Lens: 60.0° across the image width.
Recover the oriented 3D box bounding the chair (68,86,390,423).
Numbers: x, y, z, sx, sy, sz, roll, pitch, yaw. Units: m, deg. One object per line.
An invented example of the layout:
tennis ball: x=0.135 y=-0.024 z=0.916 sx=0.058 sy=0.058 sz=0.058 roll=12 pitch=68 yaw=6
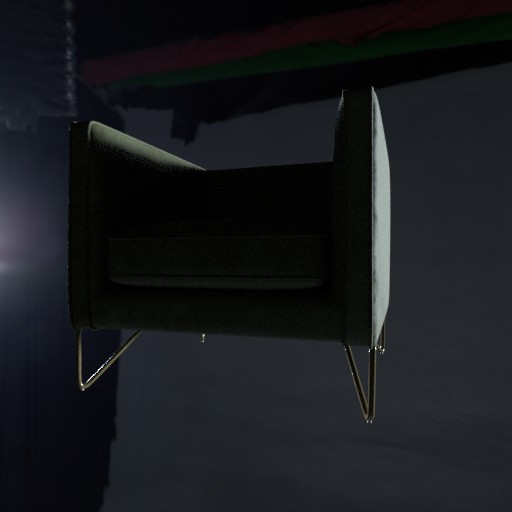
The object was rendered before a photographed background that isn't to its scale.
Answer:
chair: x=0.000 y=0.000 z=1.540 sx=0.880 sy=0.790 sz=0.894 roll=0 pitch=0 yaw=18
